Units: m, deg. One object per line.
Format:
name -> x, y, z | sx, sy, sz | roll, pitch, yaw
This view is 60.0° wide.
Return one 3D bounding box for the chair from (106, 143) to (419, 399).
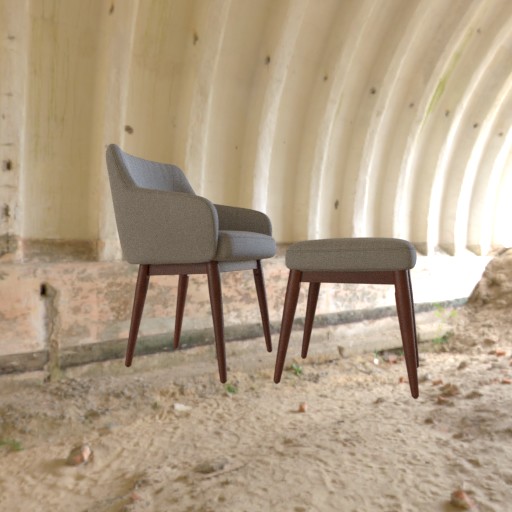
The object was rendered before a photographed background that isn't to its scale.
chair -> 0.000, 0.000, 1.599 | 1.107, 0.799, 0.584 | 0, 1, 20
